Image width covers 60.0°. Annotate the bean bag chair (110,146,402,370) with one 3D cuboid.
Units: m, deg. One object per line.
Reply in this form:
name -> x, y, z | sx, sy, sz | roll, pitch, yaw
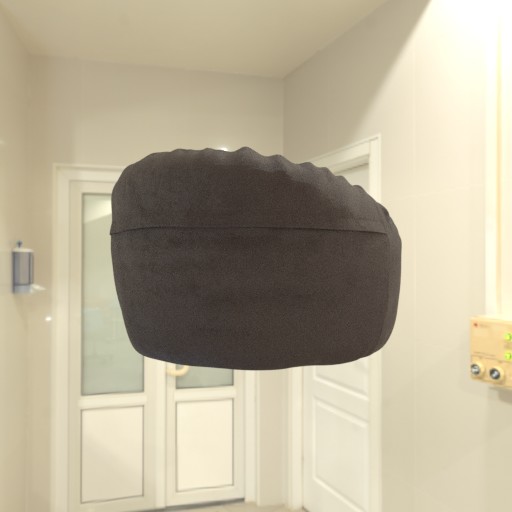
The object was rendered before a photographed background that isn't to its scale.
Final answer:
bean bag chair -> 0.000, 0.000, 2.036 | 1.245, 0.821, 1.245 | 0, -1, 0
